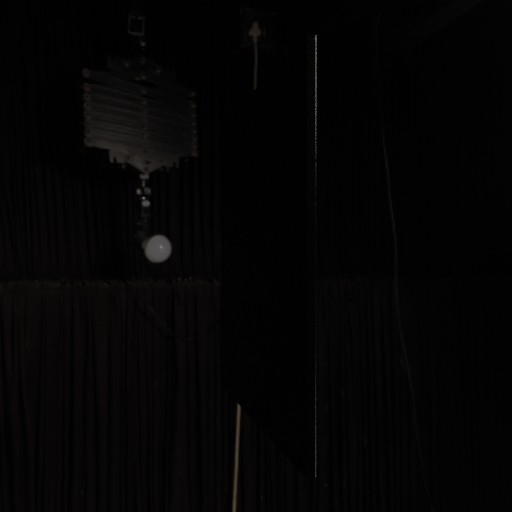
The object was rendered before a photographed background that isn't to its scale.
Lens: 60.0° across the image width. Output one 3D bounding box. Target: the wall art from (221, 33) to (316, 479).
[{"bbox_3d":[0.000,0.000,0.790,0.013,0.582,0.442,0,0,-19],"label":"wall art"}]
